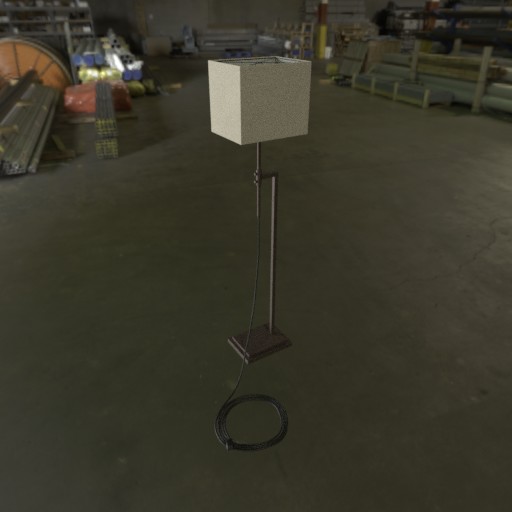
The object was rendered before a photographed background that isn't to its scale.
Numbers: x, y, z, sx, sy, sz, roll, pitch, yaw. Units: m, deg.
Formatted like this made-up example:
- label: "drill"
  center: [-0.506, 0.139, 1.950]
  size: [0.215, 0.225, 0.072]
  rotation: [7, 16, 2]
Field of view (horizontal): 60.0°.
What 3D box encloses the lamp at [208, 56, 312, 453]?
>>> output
- label: "lamp"
  center: [0.000, 0.000, 2.046]
  size: [0.698, 1.600, 0.774]
  rotation: [-17, 33, -28]
